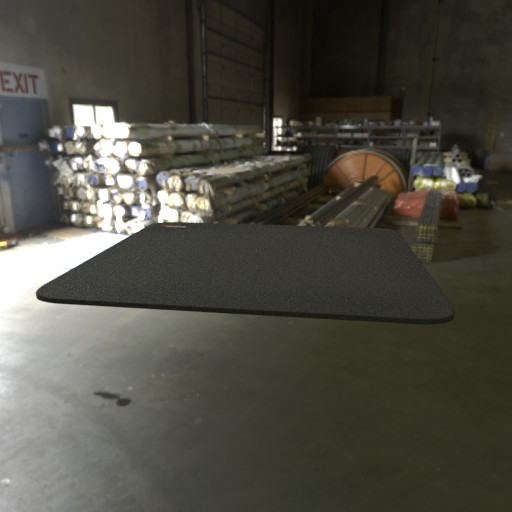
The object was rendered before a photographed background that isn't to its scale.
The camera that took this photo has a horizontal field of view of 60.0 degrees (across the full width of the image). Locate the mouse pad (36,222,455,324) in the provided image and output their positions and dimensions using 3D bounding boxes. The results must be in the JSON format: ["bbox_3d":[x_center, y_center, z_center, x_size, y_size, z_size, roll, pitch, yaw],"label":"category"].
[{"bbox_3d":[0.000,0.000,0.322,0.229,0.003,0.203,2,16,8],"label":"mouse pad"}]
